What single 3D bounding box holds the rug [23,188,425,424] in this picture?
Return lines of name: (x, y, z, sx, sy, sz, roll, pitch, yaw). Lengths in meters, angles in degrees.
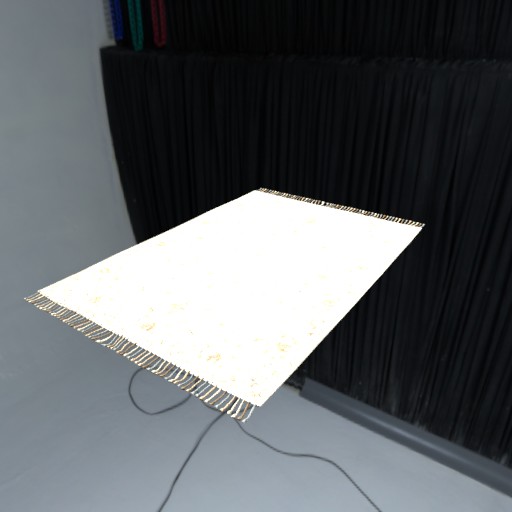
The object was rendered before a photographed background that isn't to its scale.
rug: (0.000, 0.000, 2.308, 1.218, 0.017, 1.861, 18, 32, 31)
